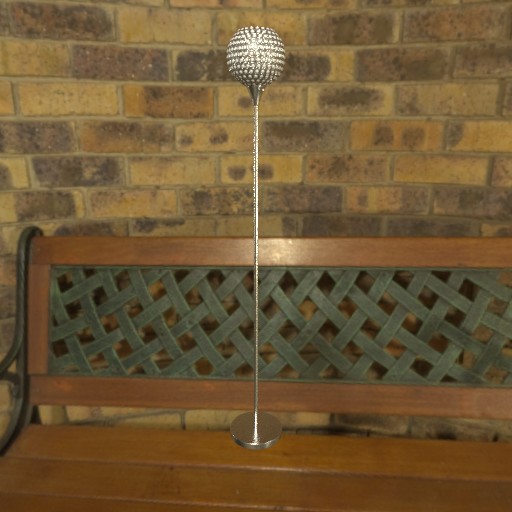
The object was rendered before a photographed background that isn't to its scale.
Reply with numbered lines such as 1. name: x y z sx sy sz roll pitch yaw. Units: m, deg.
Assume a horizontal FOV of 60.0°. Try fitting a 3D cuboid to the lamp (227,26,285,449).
1. lamp: 0.000 0.000 1.948 0.254 1.805 0.254 0 15 0
